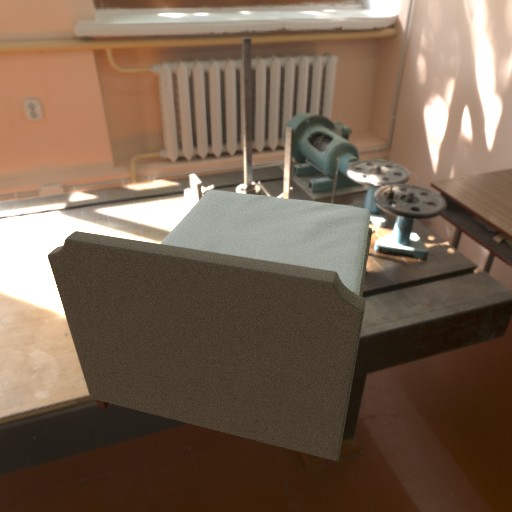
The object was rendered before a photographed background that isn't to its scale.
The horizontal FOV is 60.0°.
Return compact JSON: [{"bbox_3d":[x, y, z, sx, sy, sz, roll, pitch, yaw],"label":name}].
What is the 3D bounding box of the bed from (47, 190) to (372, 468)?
[{"bbox_3d":[0.000,0.000,3.447,1.703,1.415,2.329,9,34,13],"label":"bed"}]
